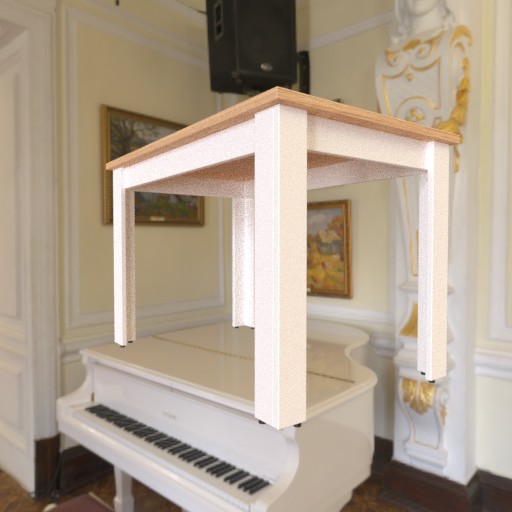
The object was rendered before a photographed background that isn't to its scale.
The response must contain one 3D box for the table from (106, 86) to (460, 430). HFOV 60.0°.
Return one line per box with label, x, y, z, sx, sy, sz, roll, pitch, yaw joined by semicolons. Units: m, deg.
table;0.000;0.000;1.567;0.700;0.734;1.100;-1;2;-36
